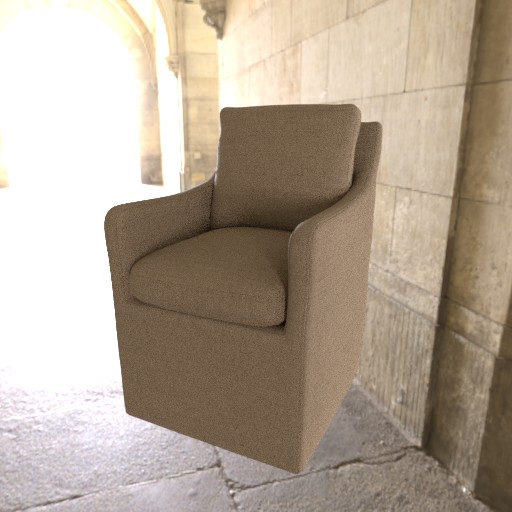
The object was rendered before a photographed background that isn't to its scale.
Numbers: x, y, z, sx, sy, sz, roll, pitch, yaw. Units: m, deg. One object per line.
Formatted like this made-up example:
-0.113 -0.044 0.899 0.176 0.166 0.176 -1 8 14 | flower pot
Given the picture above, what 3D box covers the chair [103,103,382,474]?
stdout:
0.000 0.000 1.381 0.626 0.914 0.694 8 17 25 | chair
